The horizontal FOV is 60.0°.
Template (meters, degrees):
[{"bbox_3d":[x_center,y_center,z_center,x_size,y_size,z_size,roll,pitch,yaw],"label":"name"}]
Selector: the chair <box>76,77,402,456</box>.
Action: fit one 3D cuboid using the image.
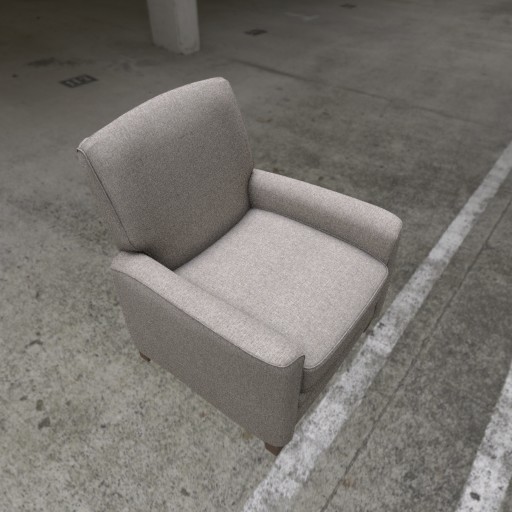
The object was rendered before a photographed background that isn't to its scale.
[{"bbox_3d":[0.000,0.000,1.640,0.864,1.014,0.848,27,49,26],"label":"chair"}]
